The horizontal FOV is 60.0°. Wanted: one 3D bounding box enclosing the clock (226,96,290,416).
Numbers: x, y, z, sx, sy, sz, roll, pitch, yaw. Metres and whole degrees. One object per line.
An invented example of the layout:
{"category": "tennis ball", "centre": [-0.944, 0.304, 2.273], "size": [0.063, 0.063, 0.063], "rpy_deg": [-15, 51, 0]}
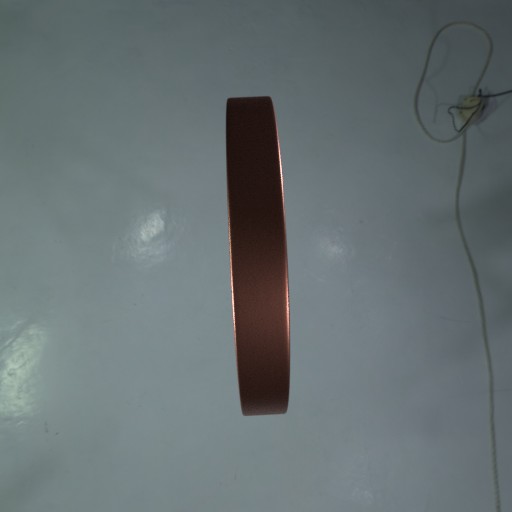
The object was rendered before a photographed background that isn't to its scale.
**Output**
{"category": "clock", "centre": [0.000, 0.000, 0.463], "size": [0.040, 0.313, 0.313], "rpy_deg": [-3, 76, -1]}
